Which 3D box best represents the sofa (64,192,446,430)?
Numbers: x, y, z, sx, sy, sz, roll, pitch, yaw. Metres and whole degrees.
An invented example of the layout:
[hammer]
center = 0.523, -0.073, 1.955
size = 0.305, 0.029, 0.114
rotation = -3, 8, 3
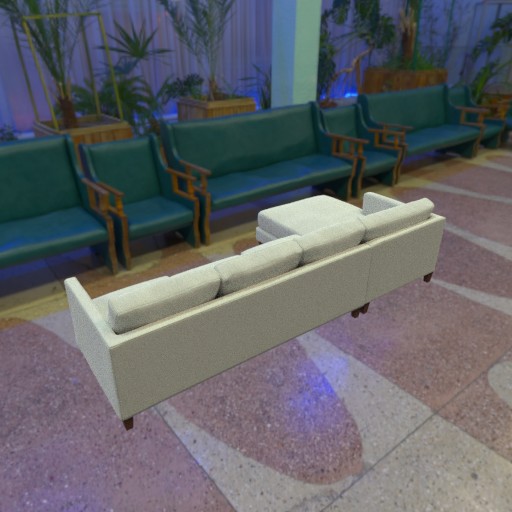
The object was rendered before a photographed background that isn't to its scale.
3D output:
[sofa]
center = 0.000, 0.000, 3.948
size = 3.186, 0.861, 1.625
rotation = -18, 33, -31
